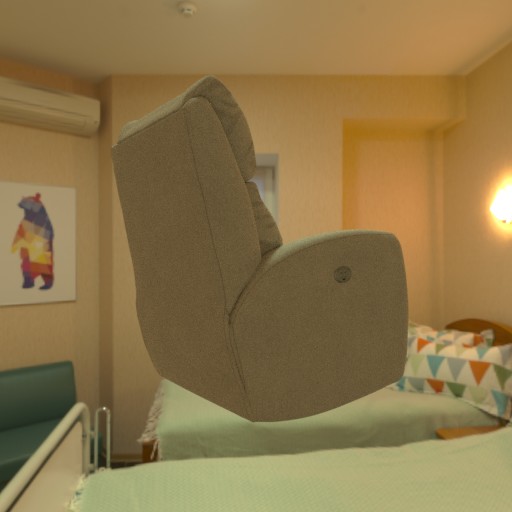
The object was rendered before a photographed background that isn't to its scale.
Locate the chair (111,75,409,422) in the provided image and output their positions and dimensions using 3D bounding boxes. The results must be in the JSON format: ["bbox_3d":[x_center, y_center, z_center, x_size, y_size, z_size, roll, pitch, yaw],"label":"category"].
[{"bbox_3d":[0.000,0.000,1.687,0.940,1.021,0.794,0,0,-37],"label":"chair"}]
